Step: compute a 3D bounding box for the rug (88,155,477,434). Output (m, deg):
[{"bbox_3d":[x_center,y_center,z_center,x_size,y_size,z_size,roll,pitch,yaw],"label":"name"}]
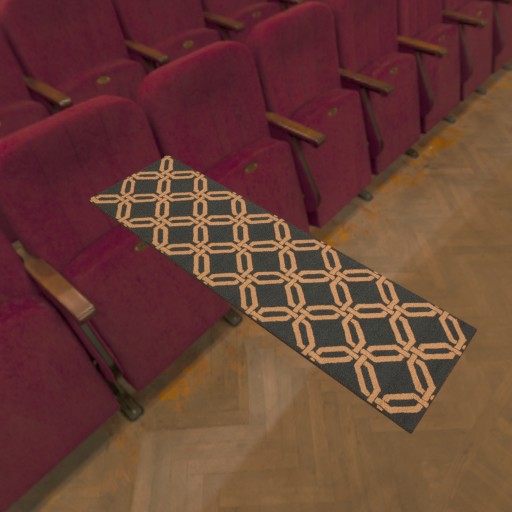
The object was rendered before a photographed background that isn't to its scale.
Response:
[{"bbox_3d":[0.000,0.000,2.498,2.276,0.014,0.678,32,54,27],"label":"rug"}]
